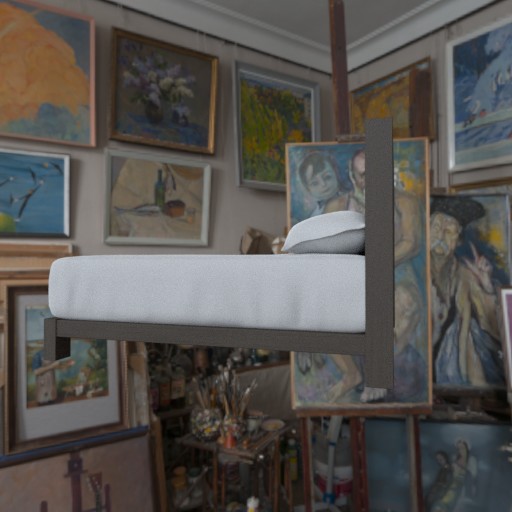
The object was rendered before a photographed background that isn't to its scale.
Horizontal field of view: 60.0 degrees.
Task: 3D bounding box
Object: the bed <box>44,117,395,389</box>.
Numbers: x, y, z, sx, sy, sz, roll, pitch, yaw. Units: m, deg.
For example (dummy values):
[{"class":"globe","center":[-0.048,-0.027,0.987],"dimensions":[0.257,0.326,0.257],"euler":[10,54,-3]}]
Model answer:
[{"class":"bed","center":[0.000,0.000,3.382],"dimensions":[2.012,1.270,2.134],"euler":[0,-1,18]}]
